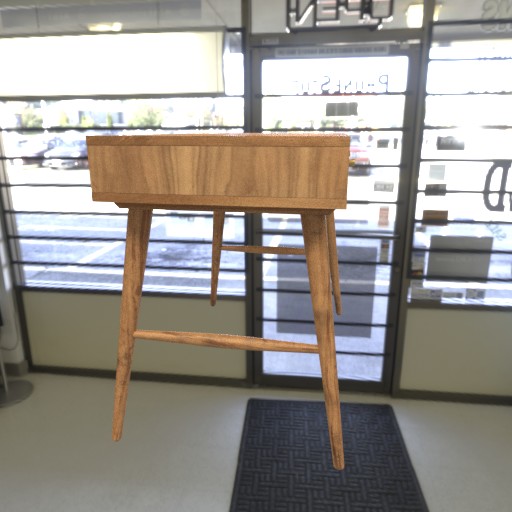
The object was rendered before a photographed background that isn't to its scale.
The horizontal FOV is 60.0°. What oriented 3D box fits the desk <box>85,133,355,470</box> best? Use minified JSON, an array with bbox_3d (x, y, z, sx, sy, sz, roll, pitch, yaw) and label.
[{"bbox_3d":[0.000,0.000,1.428,0.588,0.758,0.949,3,16,10],"label":"desk"}]
